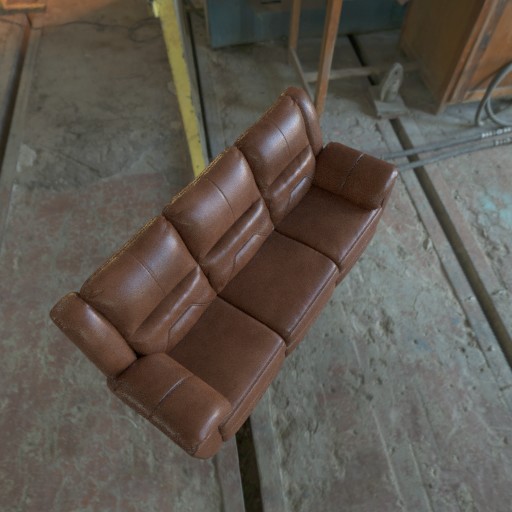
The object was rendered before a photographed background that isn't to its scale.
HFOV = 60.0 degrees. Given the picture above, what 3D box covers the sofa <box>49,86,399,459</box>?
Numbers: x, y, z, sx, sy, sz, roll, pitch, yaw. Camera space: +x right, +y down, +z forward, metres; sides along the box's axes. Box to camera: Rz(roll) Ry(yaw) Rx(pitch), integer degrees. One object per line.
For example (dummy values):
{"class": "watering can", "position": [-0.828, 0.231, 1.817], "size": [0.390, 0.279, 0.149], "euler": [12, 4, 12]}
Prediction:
{"class": "sofa", "position": [0.000, 0.000, 2.878], "size": [0.991, 1.043, 2.337], "euler": [31, 62, 19]}
